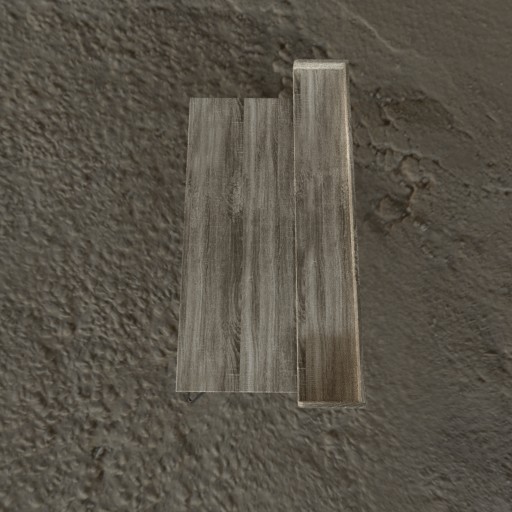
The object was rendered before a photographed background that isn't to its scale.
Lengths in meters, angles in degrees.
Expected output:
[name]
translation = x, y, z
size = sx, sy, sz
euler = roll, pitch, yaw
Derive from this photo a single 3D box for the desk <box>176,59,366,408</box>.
[desk]
translation = 0.000, 0.000, 1.681
size = 0.605, 0.899, 1.135
euler = 0, 76, 0
